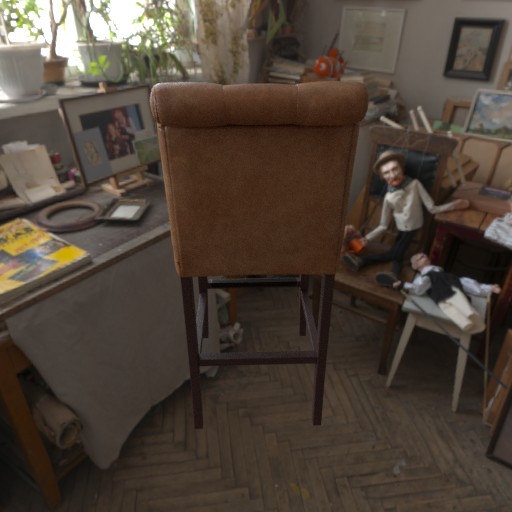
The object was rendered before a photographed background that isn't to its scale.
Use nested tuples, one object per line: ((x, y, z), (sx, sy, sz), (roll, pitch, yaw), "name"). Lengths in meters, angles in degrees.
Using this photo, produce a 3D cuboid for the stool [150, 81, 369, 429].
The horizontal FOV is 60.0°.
((0.000, 0.000, 1.435), (0.493, 1.140, 0.601), (-1, 31, -2), "stool")
